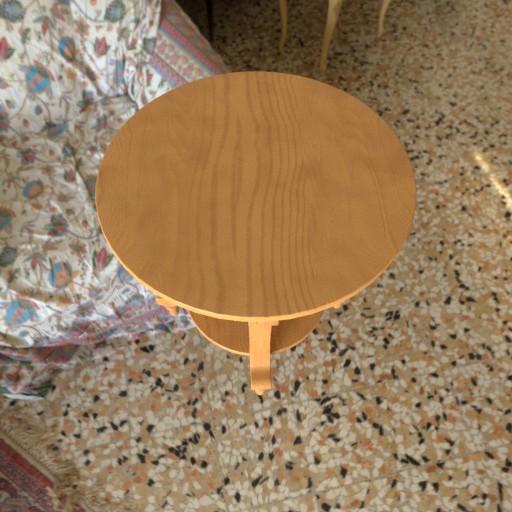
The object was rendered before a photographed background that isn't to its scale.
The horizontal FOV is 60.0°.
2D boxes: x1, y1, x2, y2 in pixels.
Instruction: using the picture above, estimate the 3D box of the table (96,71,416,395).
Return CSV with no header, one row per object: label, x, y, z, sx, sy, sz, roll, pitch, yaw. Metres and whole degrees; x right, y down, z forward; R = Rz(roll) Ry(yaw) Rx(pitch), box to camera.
table,0.000,0.000,1.096,0.597,0.612,0.597,0,59,0
